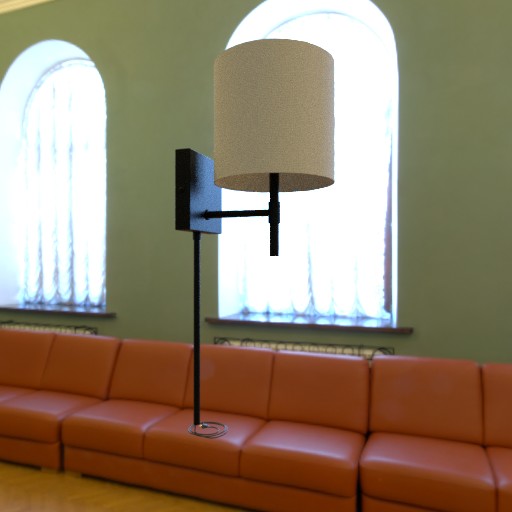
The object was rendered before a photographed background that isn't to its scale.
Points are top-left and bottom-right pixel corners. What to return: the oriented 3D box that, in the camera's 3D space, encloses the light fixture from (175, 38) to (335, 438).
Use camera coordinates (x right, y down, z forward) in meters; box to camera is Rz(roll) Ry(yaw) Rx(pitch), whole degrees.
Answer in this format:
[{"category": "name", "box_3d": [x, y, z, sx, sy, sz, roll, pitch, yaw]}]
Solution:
[{"category": "light fixture", "box_3d": [0.000, 0.000, 0.702, 0.248, 0.589, 0.188, 0, 0, 19]}]
